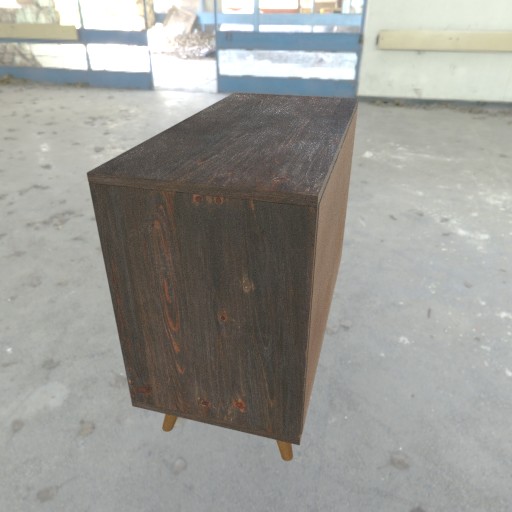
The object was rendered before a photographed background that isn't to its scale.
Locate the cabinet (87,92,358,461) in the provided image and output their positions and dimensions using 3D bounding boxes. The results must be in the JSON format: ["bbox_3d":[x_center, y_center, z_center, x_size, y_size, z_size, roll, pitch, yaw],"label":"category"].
[{"bbox_3d":[0.000,0.000,1.539,0.529,0.897,1.023,8,31,13],"label":"cabinet"}]
